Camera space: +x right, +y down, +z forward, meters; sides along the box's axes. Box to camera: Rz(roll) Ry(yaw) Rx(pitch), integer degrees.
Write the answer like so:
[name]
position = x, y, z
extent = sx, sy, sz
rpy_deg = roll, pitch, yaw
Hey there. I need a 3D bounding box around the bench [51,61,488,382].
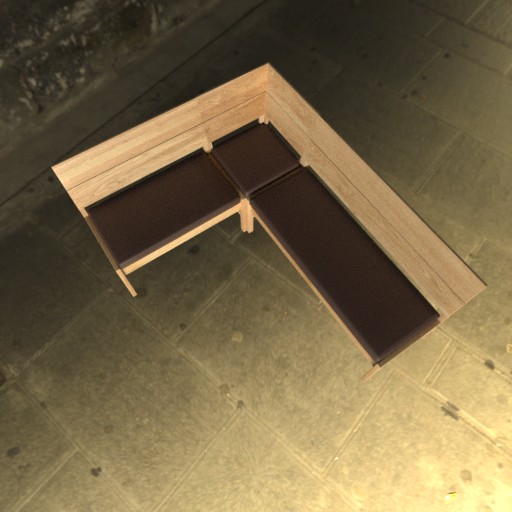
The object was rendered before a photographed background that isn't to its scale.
[bench]
position = 0.000, 0.000, 2.805
extent = 1.549, 0.890, 1.975
rpy_deg = -32, 68, -15
